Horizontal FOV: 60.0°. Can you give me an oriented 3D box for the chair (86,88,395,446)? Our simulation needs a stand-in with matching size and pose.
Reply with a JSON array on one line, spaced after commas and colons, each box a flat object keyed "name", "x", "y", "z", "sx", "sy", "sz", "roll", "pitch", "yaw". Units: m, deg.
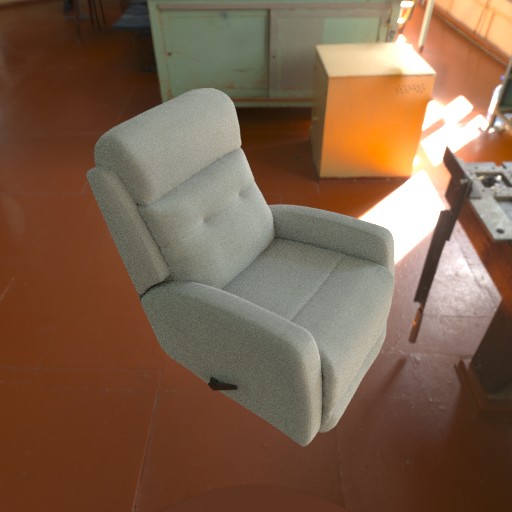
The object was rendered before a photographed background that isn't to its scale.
[{"name": "chair", "x": 0.000, "y": 0.000, "z": 1.741, "sx": 1.043, "sy": 1.013, "sz": 0.798, "roll": 25, "pitch": 47, "yaw": 26}]
